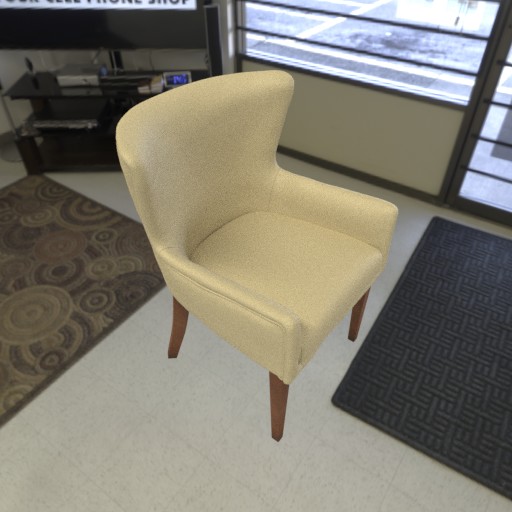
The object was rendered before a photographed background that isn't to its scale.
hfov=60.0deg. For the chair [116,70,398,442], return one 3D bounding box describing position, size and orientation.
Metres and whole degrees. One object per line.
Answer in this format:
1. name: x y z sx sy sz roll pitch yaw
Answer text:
1. chair: 0.000 0.000 1.448 0.686 0.952 0.660 27 49 27
